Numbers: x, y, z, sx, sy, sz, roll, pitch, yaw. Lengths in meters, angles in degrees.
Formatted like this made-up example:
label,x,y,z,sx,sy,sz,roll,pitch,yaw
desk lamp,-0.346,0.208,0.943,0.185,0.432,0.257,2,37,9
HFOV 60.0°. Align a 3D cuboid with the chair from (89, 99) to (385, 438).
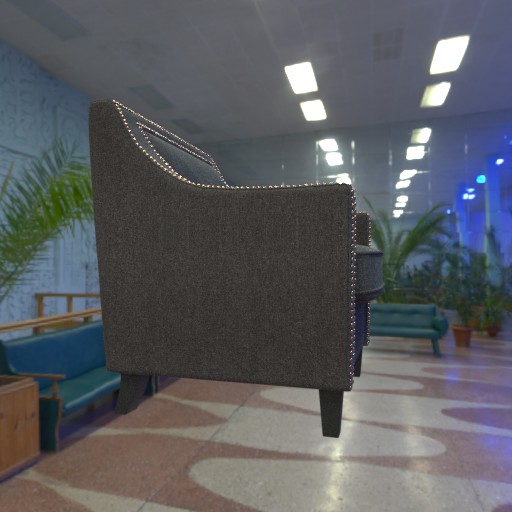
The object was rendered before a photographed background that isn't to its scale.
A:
label,x,y,z,sx,sy,sz,roll,pitch,yaw
chair,0.000,0.000,1.597,0.884,0.967,0.776,0,-1,18
